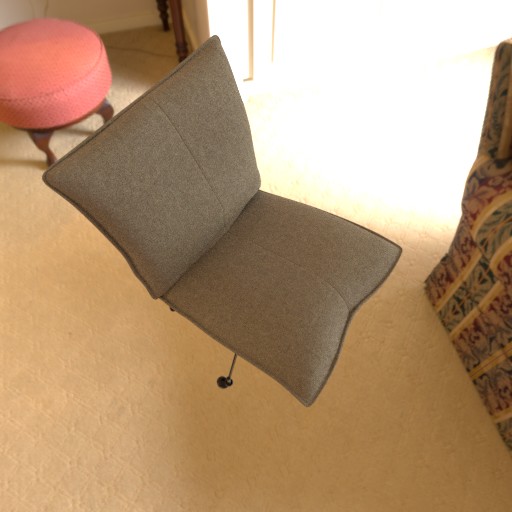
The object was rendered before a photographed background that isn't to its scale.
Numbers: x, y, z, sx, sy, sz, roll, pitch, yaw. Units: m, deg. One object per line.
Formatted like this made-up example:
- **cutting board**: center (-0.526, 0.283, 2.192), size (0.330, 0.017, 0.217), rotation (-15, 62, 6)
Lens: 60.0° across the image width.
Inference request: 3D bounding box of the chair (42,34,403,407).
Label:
- **chair**: center (0.000, 0.000, 1.268), size (0.696, 0.811, 0.597), rotation (31, 63, 18)
